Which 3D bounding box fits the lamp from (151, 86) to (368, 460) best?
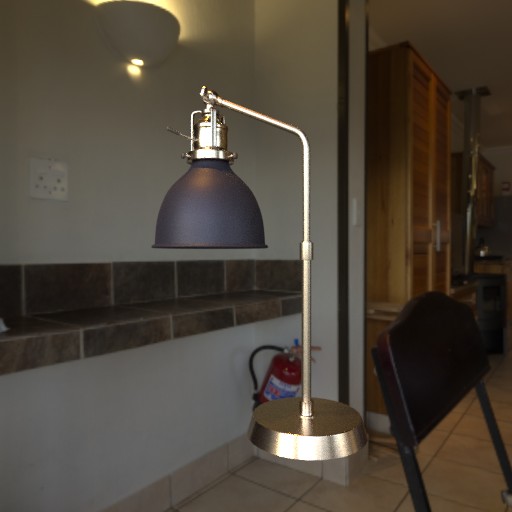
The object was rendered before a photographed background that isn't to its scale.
[{"bbox_3d":[0.000,0.000,0.593,0.291,0.456,0.160,0,0,18],"label":"lamp"}]
